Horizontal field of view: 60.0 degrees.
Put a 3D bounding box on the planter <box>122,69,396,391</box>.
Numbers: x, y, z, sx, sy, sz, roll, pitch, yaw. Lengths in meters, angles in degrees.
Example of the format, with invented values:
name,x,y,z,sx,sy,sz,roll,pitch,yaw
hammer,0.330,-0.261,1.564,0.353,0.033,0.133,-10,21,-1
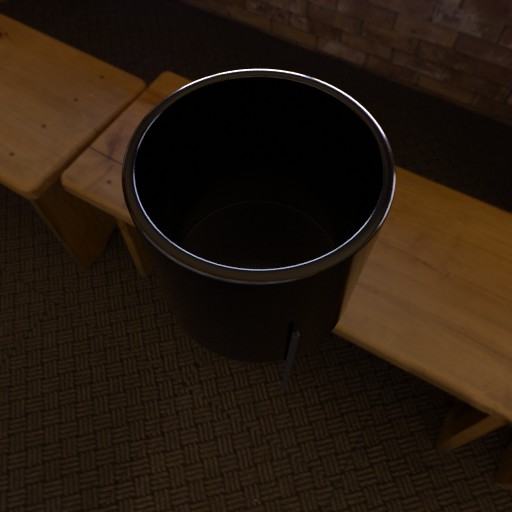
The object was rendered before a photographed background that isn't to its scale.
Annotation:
name,x,y,z,sx,sy,sz,roll,pitch,yaw
planter,0.000,0.000,0.672,0.310,0.432,0.310,-1,61,-1
